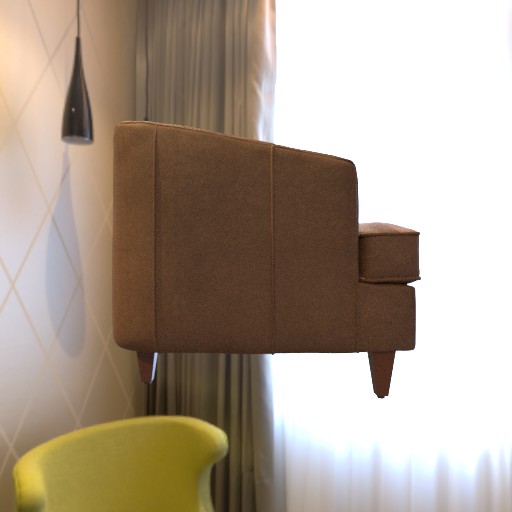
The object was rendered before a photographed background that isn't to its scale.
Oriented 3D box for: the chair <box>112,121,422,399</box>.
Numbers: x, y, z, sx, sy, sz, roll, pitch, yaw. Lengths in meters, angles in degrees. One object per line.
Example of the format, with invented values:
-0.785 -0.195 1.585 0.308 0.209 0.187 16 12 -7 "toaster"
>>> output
0.000 0.000 1.694 0.914 0.787 1.118 0 -1 -1 "chair"
